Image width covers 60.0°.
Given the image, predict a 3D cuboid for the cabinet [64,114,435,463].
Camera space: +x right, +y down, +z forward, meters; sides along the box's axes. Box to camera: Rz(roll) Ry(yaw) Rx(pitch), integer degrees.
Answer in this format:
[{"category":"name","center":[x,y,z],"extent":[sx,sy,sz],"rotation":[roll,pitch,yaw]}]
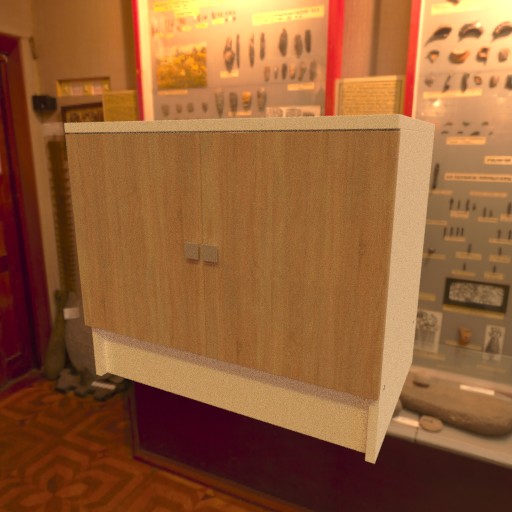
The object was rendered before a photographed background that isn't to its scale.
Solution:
[{"category":"cabinet","center":[0.000,0.000,0.913],"extent":[0.600,0.522,0.400],"rotation":[7,16,26]}]
